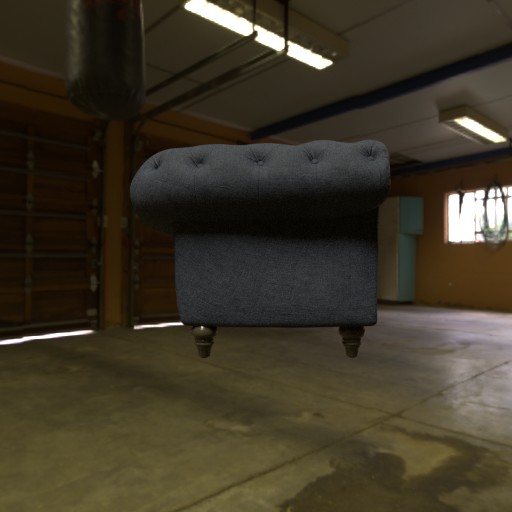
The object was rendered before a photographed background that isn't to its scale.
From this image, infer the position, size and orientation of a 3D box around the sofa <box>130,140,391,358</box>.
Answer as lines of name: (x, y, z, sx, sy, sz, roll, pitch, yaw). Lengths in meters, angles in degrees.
sofa: (0.000, 0.000, 2.523, 1.082, 0.833, 1.988, 0, -1, 2)
